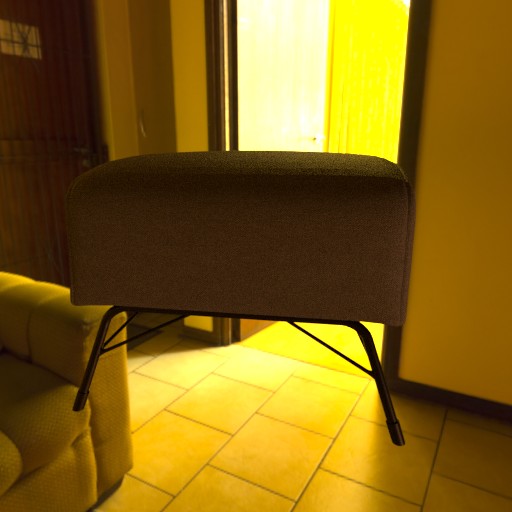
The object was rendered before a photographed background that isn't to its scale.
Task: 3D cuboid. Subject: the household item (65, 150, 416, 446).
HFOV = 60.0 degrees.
[{"bbox_3d":[0.000,0.000,0.884,0.530,0.410,0.530,2,15,9],"label":"household item"}]
